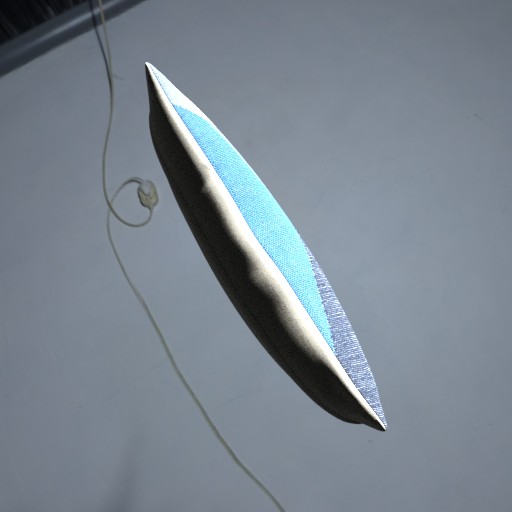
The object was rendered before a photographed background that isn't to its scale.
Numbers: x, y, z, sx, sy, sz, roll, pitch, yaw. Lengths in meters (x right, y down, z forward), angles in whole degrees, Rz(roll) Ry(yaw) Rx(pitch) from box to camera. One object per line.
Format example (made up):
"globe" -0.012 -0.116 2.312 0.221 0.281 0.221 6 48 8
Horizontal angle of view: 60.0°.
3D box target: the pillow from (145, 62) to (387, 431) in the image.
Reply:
"pillow" 0.000 0.000 0.724 0.148 0.307 0.604 -31 78 -7
